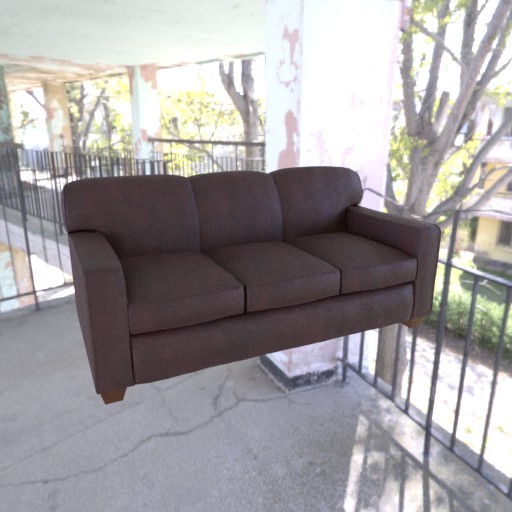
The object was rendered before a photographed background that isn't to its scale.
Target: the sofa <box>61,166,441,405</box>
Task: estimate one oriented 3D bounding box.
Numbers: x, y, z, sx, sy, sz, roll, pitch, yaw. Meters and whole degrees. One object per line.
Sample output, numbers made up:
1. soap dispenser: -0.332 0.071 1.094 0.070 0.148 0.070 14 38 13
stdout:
1. sofa: 0.000 0.000 2.648 2.039 0.953 1.008 -8 18 -25
